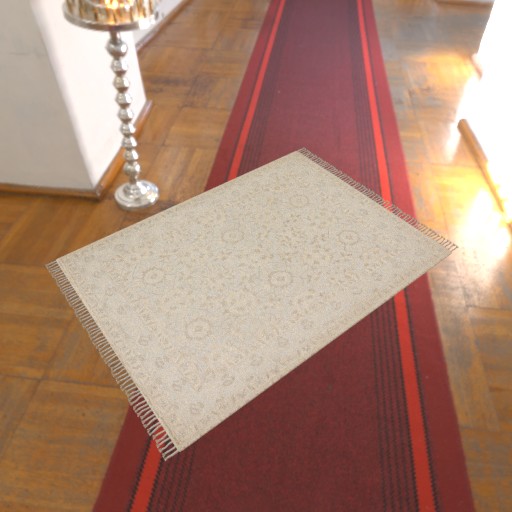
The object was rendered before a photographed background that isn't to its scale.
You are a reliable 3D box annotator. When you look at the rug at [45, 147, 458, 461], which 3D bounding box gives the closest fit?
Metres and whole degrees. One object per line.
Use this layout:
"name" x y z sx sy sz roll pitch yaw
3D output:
"rug" 0.000 0.000 2.300 1.771 0.015 1.223 -29 52 -25
